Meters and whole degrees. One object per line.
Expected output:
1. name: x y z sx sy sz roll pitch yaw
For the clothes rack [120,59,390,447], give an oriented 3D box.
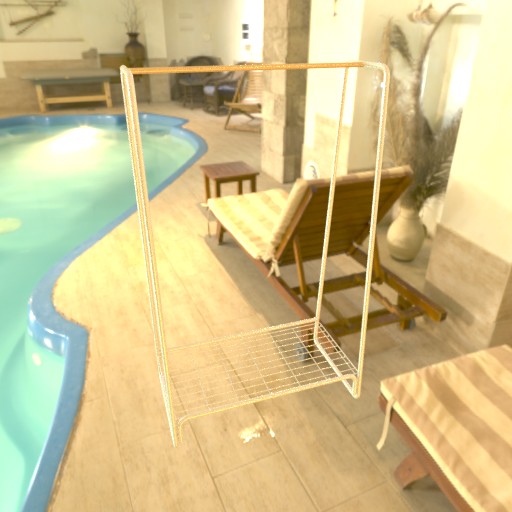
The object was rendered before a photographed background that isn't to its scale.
1. clothes rack: 0.000 0.000 1.886 0.900 1.500 0.495 -9 29 -17
